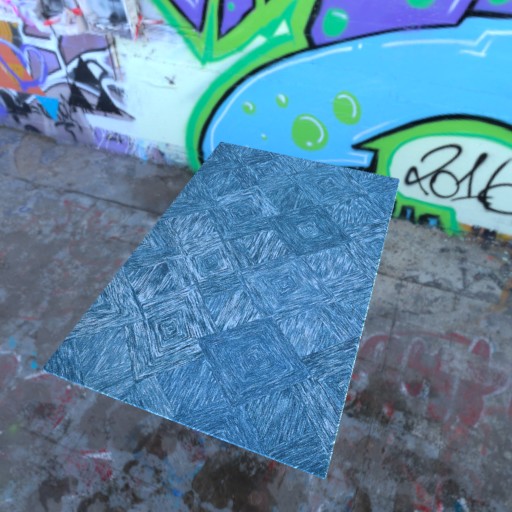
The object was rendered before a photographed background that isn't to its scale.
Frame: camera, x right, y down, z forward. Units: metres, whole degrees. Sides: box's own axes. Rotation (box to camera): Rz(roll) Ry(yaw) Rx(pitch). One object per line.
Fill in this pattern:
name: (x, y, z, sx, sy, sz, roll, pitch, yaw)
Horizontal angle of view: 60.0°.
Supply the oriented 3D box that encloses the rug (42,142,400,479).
rug: (0.000, 0.000, 2.820, 1.490, 0.015, 2.277, 15, 48, 14)
